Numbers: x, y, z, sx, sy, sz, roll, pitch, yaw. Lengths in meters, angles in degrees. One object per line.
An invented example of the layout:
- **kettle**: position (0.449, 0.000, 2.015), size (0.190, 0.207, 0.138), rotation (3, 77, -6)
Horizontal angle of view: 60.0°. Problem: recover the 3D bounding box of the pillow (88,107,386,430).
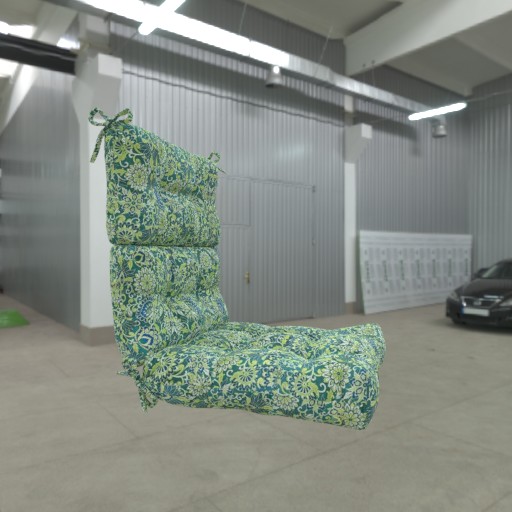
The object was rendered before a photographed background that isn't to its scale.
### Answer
- **pillow**: position (0.000, 0.000, 1.034), size (0.571, 0.605, 0.519), rotation (0, 1, 18)
